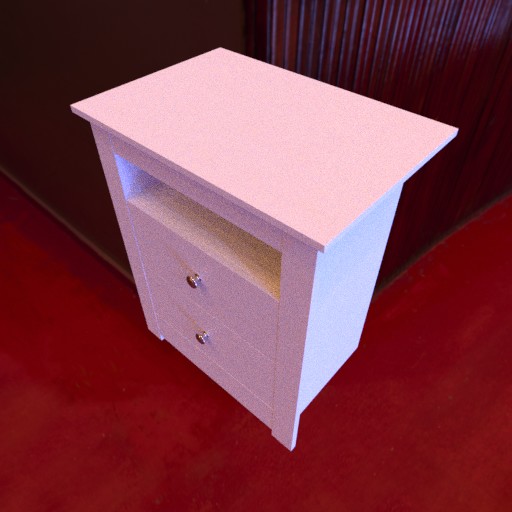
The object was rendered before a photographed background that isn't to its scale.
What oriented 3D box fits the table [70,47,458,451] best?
[{"bbox_3d":[0.000,0.000,1.057,0.589,0.711,0.406,32,53,28],"label":"table"}]
